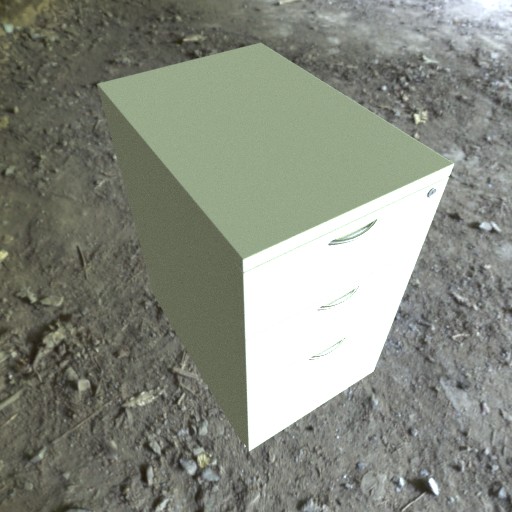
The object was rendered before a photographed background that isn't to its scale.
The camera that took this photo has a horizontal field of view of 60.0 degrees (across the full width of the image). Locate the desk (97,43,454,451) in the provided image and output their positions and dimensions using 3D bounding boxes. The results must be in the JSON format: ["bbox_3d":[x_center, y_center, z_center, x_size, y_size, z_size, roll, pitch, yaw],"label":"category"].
[{"bbox_3d":[0.000,0.000,1.084,0.404,0.730,0.600,-25,51,-21],"label":"desk"}]
